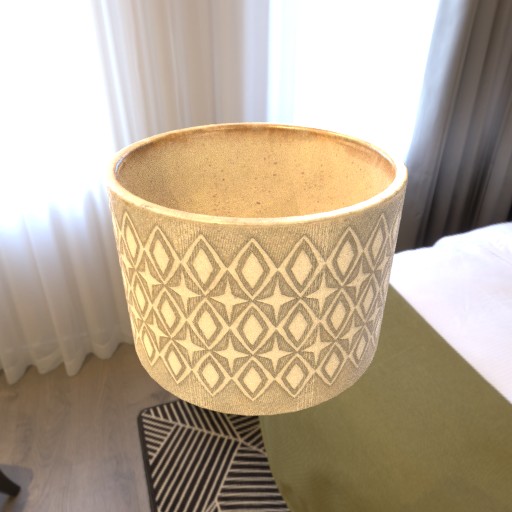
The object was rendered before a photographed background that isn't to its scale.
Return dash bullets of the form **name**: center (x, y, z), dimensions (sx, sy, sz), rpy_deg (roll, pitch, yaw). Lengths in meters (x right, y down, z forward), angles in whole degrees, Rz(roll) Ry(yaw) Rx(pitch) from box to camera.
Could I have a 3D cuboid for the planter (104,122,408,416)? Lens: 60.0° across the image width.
- **planter**: center (0.000, 0.000, 0.318), dimensions (0.186, 0.144, 0.186), rpy_deg (0, 31, 0)
